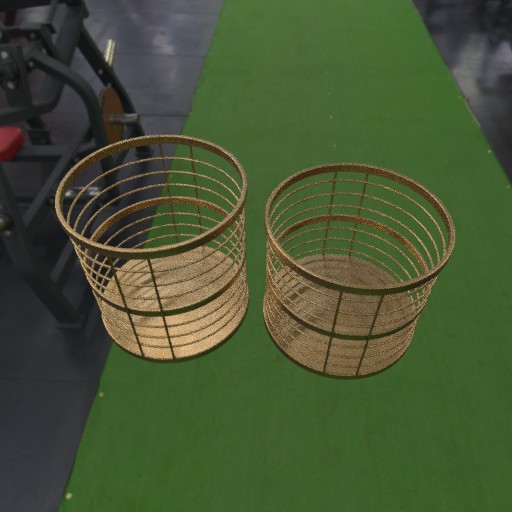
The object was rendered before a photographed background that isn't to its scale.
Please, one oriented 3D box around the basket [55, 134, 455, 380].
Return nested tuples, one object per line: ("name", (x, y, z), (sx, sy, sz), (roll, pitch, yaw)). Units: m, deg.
("basket", (0.000, 0.000, 0.951), (0.746, 0.351, 0.356), (4, 47, 4))
